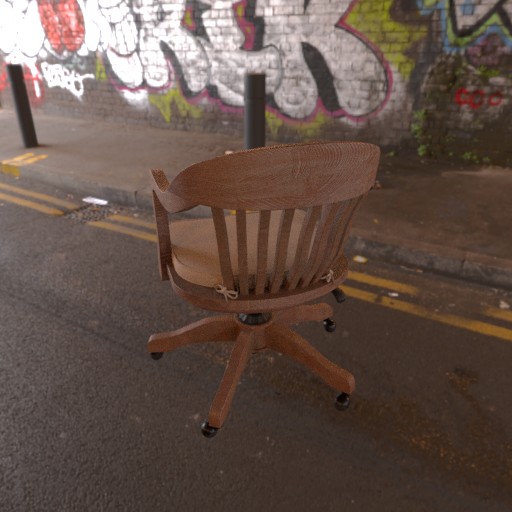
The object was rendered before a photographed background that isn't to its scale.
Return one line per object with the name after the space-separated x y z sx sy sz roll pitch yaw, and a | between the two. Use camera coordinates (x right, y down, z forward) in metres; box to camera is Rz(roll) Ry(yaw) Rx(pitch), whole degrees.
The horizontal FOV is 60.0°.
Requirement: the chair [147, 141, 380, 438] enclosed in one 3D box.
0.000 0.000 1.451 0.750 0.878 0.788 -8 27 -17 | chair
